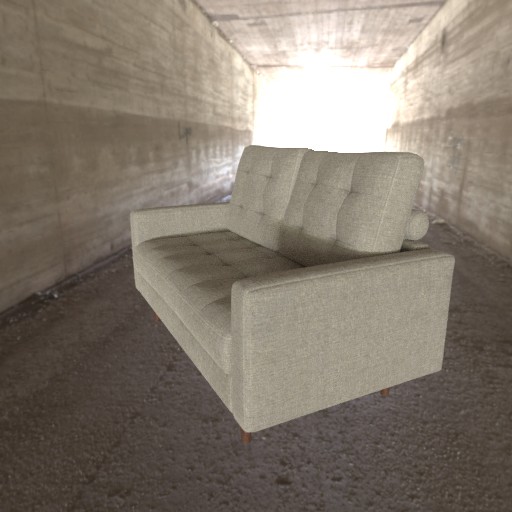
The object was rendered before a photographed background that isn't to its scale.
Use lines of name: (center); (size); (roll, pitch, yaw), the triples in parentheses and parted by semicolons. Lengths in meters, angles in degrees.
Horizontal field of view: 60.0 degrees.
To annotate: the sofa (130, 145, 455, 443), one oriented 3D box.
sofa: (0.000, 0.000, 1.925); (0.842, 0.907, 1.407); (-8, 17, -26)
